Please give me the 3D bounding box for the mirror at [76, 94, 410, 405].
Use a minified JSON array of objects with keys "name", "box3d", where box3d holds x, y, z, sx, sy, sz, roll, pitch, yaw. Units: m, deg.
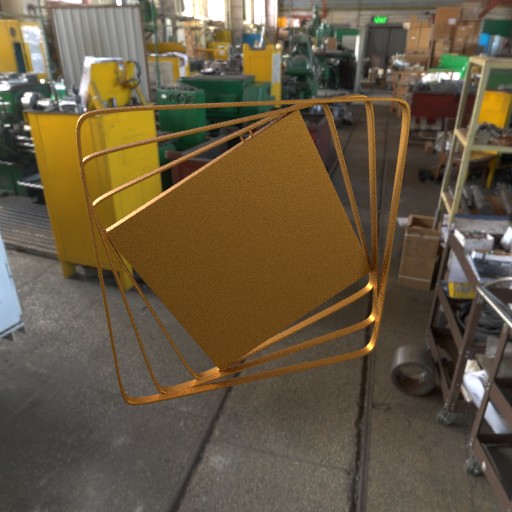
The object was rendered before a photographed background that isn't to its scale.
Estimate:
[{"name":"mirror","box3d":[0.000,0.000,0.696,0.470,0.468,0.045,-8,27,-16]}]
